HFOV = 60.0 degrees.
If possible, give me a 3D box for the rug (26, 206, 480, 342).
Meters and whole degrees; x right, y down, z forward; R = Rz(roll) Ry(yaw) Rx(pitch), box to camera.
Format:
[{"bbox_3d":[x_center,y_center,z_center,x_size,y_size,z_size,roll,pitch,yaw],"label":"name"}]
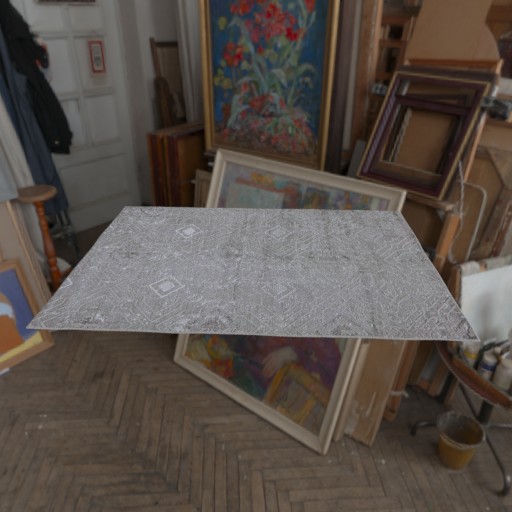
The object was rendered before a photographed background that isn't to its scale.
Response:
[{"bbox_3d":[0.000,0.000,4.331,3.359,0.020,2.448,1,28,2],"label":"rug"}]
